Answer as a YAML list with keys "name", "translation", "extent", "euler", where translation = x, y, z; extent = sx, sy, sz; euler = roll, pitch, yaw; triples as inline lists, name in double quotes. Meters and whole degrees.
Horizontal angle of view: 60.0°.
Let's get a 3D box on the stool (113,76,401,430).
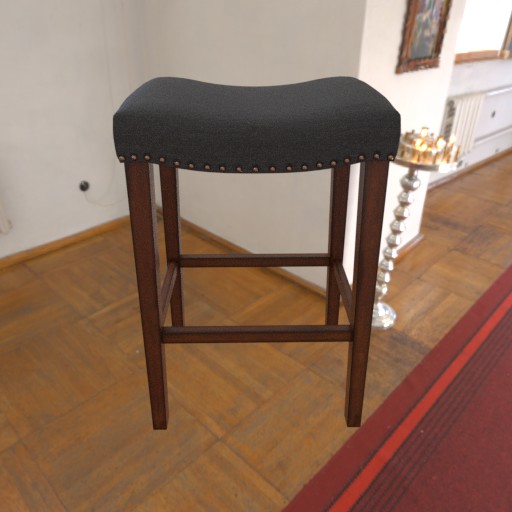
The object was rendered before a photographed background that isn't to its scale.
- name: "stool"
  translation: [0.000, 0.000, 1.041]
  extent: [0.502, 0.760, 0.366]
  euler: [0, 30, -1]
